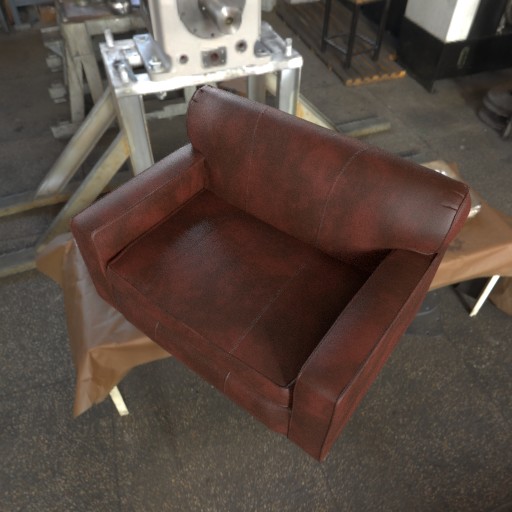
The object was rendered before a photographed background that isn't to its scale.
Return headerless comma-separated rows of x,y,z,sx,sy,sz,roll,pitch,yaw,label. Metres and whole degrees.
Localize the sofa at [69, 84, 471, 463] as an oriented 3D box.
0.000,0.000,2.015,1.413,0.956,1.000,29,54,25,sofa
